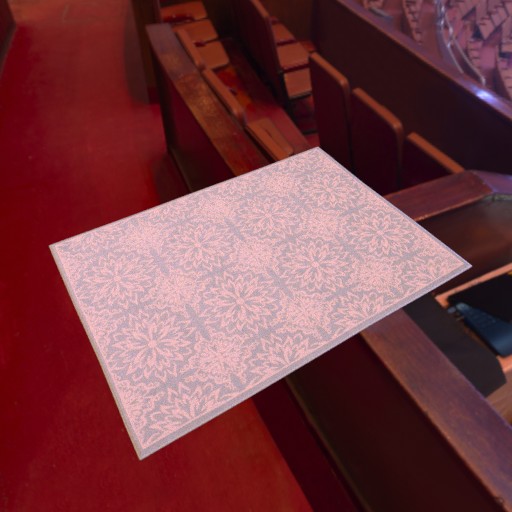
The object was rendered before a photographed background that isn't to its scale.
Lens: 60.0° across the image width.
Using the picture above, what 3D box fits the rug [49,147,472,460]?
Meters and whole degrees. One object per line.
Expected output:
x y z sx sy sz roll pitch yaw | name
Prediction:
0.000 0.000 2.835 2.205 0.014 1.589 -24 51 -21 | rug
